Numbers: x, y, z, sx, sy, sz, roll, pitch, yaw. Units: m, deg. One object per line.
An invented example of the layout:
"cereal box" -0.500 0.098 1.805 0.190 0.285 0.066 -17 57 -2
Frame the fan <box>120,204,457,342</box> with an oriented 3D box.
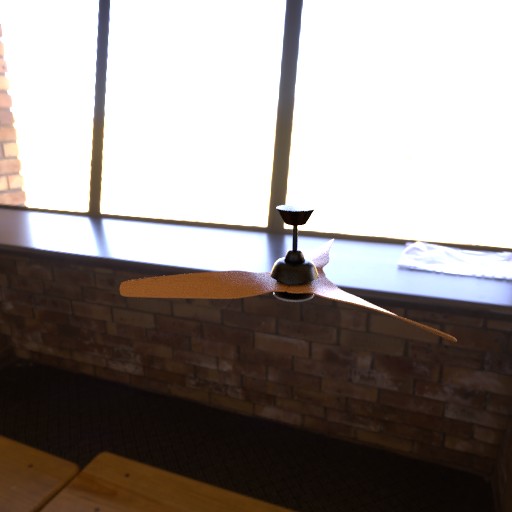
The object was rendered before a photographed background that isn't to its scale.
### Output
"fan" 0.000 0.000 1.665 1.010 0.355 1.142 -3 16 -10
